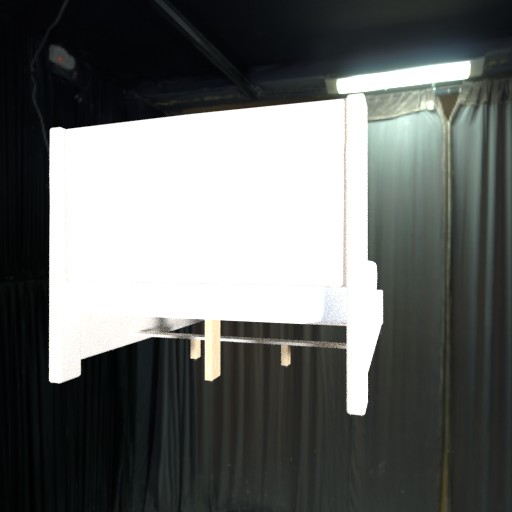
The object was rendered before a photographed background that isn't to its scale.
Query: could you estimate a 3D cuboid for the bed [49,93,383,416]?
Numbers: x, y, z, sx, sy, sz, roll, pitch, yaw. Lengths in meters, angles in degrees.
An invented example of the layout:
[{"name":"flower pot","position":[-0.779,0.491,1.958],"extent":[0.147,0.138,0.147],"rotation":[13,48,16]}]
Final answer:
[{"name":"bed","position":[0.000,0.000,3.366],"extent":[1.778,1.471,2.293],"rotation":[0,0,18]}]
